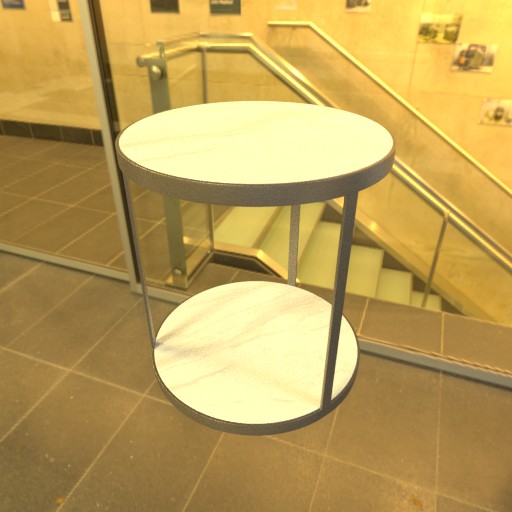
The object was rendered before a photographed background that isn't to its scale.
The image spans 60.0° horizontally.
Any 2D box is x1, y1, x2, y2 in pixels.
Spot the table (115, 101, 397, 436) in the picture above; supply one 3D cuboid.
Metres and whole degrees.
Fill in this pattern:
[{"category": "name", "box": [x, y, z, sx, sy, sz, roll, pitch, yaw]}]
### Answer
[{"category": "table", "box": [0.000, 0.000, 0.851, 0.445, 0.479, 0.445, 0, 32, 0]}]
